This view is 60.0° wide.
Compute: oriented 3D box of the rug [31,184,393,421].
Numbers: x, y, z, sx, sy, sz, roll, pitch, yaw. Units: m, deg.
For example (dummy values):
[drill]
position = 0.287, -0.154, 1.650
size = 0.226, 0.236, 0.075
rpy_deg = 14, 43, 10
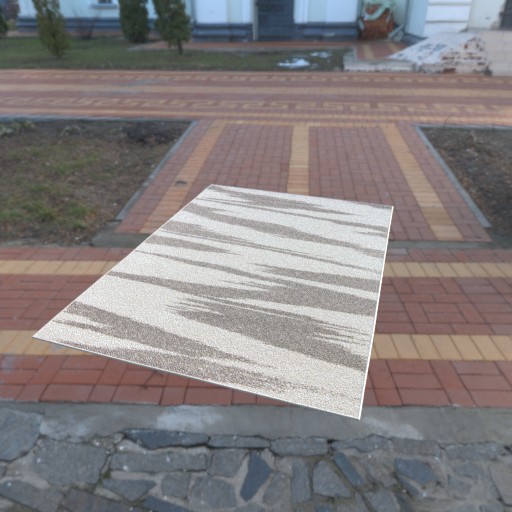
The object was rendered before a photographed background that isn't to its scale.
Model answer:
[rug]
position = 0.000, 0.000, 2.755
size = 1.533, 0.010, 2.142
rpy_deg = 9, 31, 16
